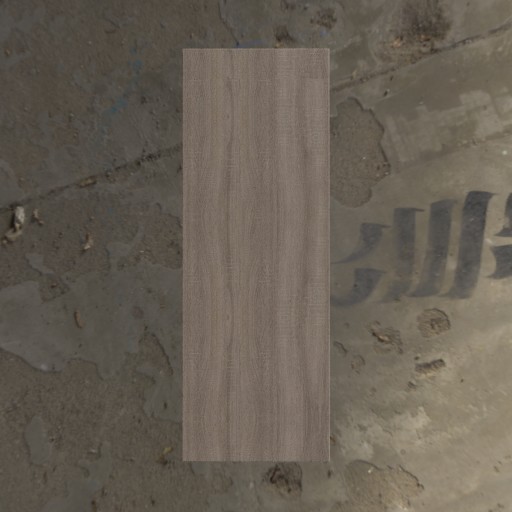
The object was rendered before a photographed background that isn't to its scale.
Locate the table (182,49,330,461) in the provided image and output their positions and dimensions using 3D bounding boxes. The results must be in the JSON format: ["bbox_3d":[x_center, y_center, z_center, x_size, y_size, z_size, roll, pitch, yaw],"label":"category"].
[{"bbox_3d":[0.000,0.000,1.886,0.398,1.388,1.111,0,90,0],"label":"table"}]
